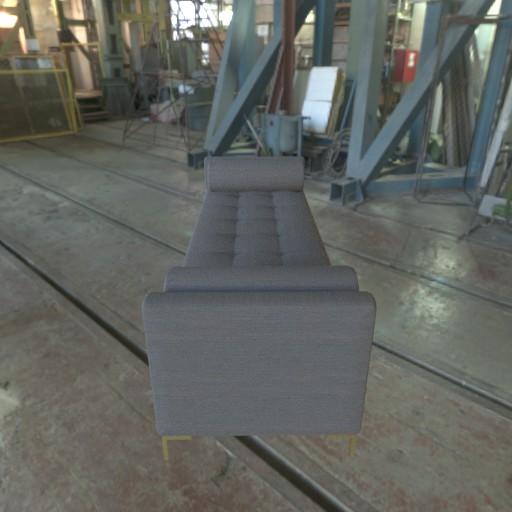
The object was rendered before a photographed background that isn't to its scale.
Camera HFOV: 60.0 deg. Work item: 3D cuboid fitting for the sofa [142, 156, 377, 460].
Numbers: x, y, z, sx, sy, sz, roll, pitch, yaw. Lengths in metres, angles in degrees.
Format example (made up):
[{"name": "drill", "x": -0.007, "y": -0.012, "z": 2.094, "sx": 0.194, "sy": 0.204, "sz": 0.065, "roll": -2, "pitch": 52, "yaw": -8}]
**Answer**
[{"name": "sofa", "x": 0.000, "y": 0.000, "z": 2.287, "sx": 0.686, "sy": 0.635, "sz": 1.981, "roll": 0, "pitch": 25, "yaw": -1}]
